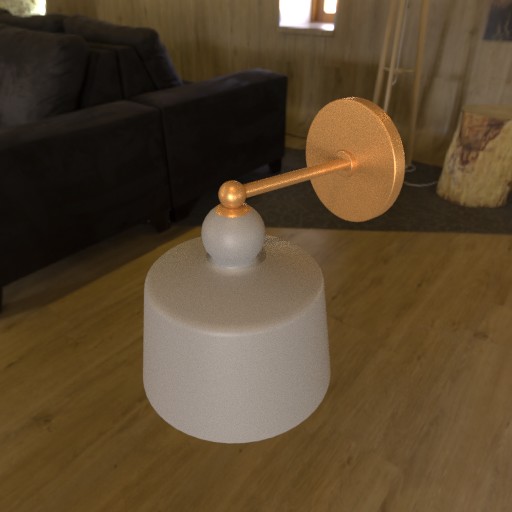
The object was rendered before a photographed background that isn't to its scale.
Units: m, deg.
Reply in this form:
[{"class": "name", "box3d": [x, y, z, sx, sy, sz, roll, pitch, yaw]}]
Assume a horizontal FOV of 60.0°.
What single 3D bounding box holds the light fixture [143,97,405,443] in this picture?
[{"class": "light fixture", "box3d": [0.000, 0.000, 0.435, 0.254, 0.268, 0.204, -20, 37, -30]}]
